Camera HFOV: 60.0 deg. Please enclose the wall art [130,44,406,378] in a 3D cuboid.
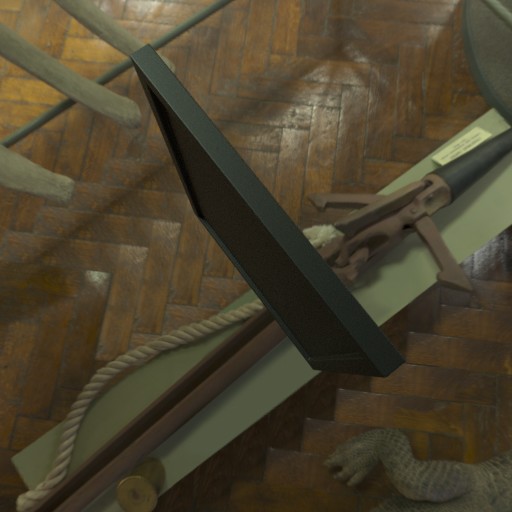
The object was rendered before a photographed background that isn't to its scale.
[{"bbox_3d":[0.000,0.000,0.749,0.028,0.559,0.457,-36,79,-8],"label":"wall art"}]
